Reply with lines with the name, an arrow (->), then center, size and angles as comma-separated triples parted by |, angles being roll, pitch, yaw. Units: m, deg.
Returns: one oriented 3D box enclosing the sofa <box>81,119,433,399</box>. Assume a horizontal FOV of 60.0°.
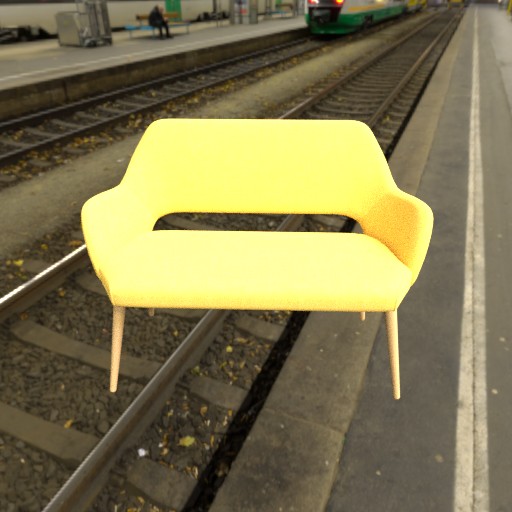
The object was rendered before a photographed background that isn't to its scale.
sofa -> 0.000, 0.000, 1.615 | 1.150, 0.840, 0.610 | 1, 31, 2
